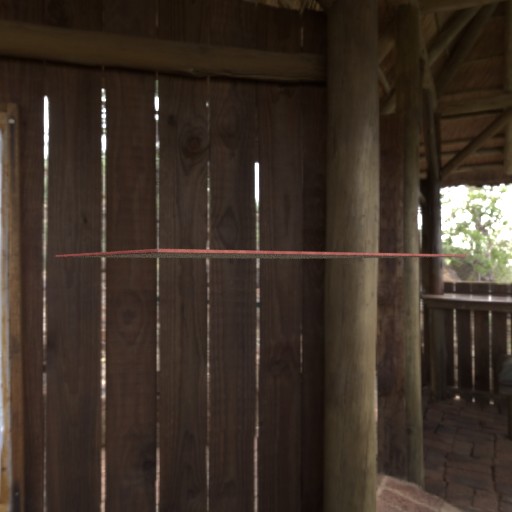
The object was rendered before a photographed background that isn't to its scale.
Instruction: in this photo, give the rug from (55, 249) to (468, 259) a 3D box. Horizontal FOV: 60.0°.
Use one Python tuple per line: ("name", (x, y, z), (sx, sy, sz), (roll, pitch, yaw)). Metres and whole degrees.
("rug", (0.000, 0.000, 4.096), (2.976, 0.018, 2.430), (1, -1, -36))
